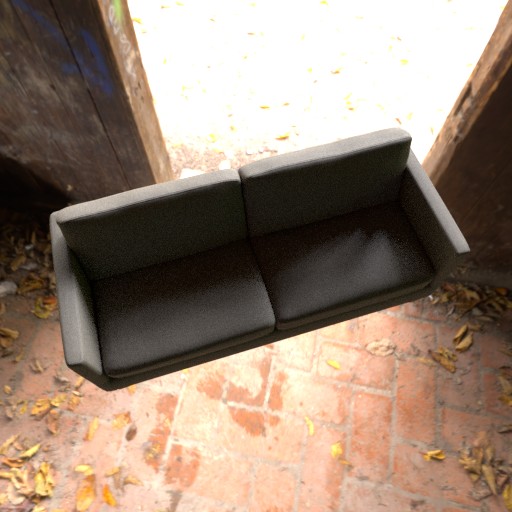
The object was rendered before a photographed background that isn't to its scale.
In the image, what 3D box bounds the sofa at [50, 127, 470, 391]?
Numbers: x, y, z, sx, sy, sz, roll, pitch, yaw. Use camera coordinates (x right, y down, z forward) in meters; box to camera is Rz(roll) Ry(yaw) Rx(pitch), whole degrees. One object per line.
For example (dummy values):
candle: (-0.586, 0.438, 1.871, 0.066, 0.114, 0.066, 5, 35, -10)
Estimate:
sofa: (0.000, 0.000, 2.700, 2.208, 0.963, 0.956, -15, 64, -8)
